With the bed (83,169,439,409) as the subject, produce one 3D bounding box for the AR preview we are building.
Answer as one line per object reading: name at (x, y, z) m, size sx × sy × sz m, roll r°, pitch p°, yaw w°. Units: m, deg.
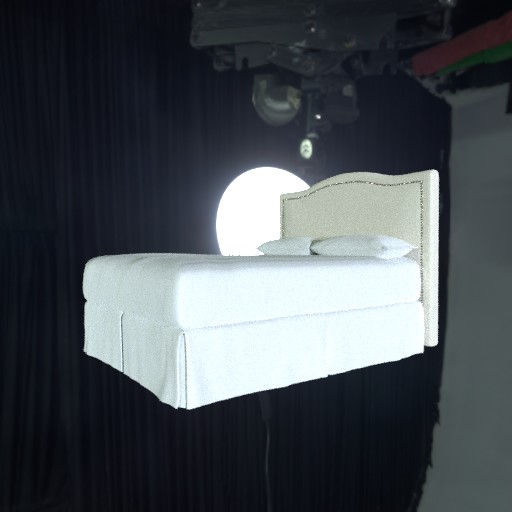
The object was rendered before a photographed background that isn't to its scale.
bed at (0.000, 0.000, 3.376) m, size 2.143 × 1.460 × 1.753 m, roll -1°, pitch 1°, yaw -37°
